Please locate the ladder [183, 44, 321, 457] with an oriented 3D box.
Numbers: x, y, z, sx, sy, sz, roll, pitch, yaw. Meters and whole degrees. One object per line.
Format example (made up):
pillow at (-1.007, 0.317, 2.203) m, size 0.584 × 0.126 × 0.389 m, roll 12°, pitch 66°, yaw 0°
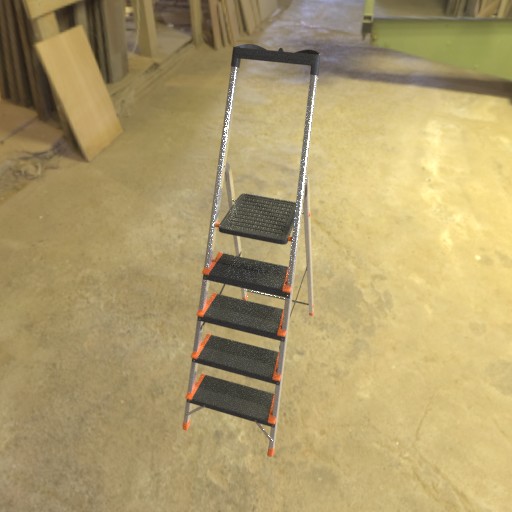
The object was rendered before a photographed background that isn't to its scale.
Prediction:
ladder at (0.000, 0.000, 2.031) m, size 0.480 × 1.646 × 0.995 m, roll 12°, pitch 42°, yaw 13°
